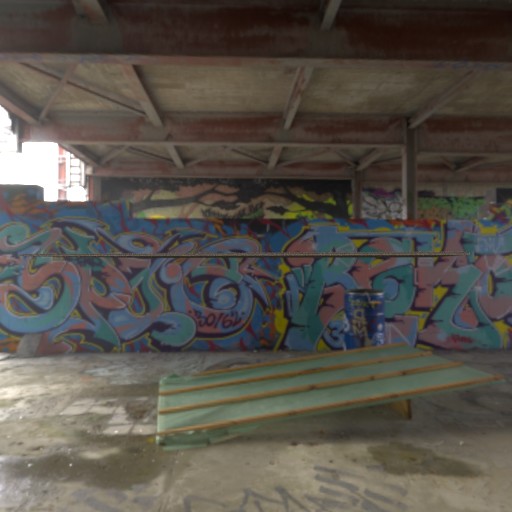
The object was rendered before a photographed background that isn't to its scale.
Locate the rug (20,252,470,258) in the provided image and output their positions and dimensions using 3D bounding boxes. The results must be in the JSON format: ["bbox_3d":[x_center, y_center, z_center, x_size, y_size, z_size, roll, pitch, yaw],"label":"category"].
[{"bbox_3d":[0.000,0.000,2.280,1.829,0.010,1.219,0,-1,17],"label":"rug"}]
